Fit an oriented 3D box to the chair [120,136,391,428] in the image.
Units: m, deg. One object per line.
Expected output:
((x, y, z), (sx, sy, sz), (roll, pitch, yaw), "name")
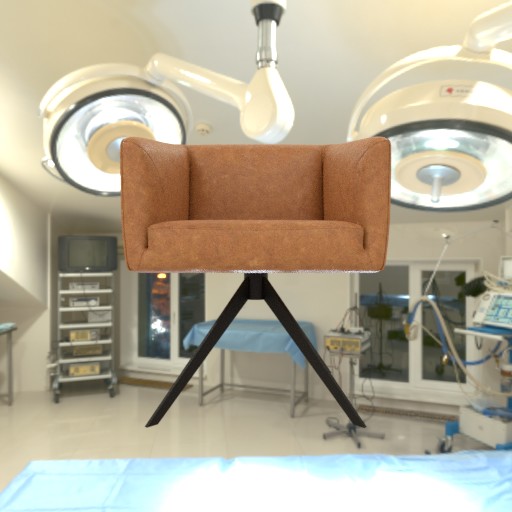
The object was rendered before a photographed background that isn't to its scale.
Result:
((0.000, 0.000, 1.217), (0.588, 0.760, 0.625), (0, 0, 0), "chair")
